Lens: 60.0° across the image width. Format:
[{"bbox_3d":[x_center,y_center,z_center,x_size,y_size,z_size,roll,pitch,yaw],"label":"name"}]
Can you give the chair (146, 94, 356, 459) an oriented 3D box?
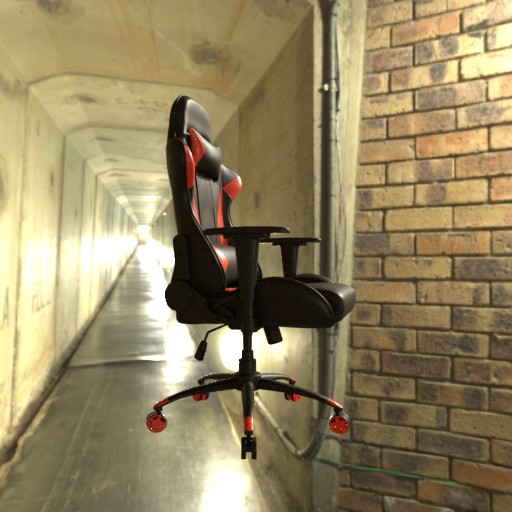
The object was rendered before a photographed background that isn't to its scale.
[{"bbox_3d":[0.000,0.000,1.719,0.730,1.282,0.695,0,-1,18],"label":"chair"}]
